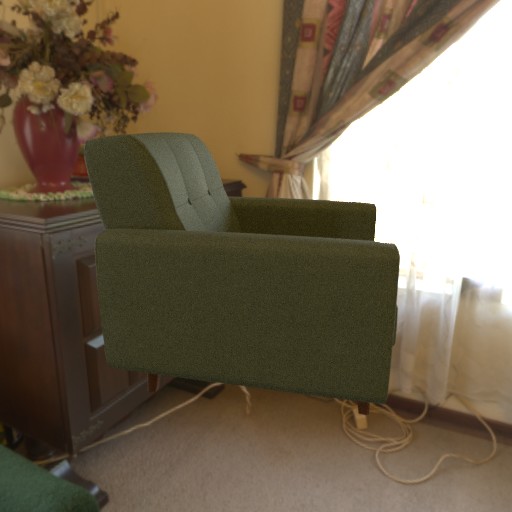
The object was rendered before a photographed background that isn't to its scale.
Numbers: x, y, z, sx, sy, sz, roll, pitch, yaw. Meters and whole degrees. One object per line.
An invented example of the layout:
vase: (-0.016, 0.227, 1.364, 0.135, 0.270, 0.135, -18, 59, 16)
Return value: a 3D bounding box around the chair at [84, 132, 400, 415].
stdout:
chair: (0.000, 0.000, 1.563, 0.909, 0.841, 0.831, 3, 16, 10)
